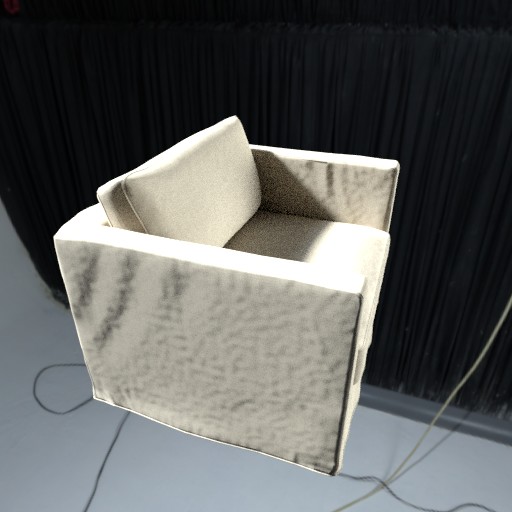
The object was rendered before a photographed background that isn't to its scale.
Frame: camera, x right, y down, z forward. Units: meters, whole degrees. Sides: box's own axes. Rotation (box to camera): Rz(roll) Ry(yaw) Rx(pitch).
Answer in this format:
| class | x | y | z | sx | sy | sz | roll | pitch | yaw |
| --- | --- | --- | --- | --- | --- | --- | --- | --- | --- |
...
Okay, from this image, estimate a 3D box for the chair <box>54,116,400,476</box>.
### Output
| class | x | y | z | sx | sy | sz | roll | pitch | yaw |
| --- | --- | --- | --- | --- | --- | --- | --- | --- | --- |
| chair | 0.000 | 0.000 | 1.714 | 0.949 | 0.867 | 1.057 | 11 | 32 | 17 |
